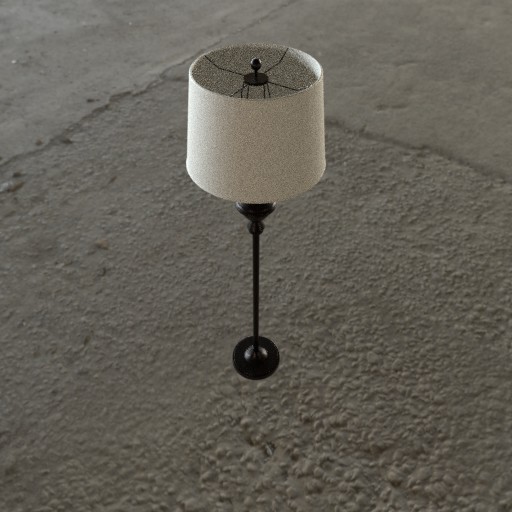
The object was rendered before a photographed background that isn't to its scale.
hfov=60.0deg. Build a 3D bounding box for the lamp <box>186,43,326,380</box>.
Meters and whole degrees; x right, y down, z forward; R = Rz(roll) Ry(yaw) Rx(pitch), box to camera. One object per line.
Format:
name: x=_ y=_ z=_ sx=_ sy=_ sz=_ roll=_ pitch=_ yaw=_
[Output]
lamp: x=0.000 y=0.000 z=1.690 sx=0.431 sy=1.484 sz=0.431 roll=0 pitch=46 yaw=0
